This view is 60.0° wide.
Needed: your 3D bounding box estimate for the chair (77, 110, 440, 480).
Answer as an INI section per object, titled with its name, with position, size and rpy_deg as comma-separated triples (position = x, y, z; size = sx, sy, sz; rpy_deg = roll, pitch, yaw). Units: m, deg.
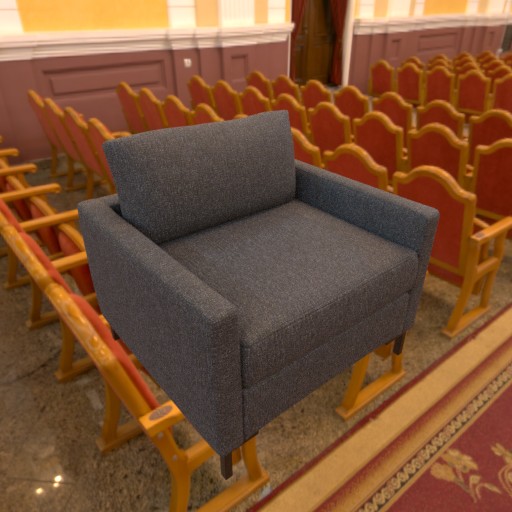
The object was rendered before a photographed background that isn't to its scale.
[chair]
position = 0.000, 0.000, 1.606
size = 0.963, 0.861, 0.866
rpy_deg = -22, 37, -33
